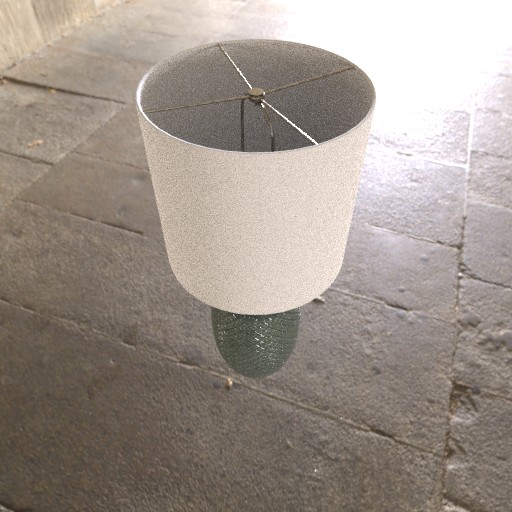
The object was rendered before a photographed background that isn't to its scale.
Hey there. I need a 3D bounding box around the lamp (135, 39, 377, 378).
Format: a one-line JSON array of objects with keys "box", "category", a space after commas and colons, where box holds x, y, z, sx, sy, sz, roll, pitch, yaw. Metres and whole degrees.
[{"box": [0.000, 0.000, 0.568, 0.217, 0.453, 0.217, -18, 50, -16], "category": "lamp"}]
